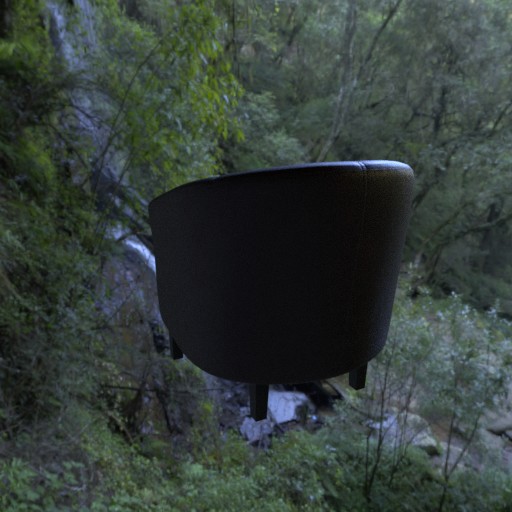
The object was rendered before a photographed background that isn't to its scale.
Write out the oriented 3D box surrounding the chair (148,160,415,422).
[{"bbox_3d":[0.000,0.000,1.641,0.737,0.755,1.176,-8,18,-25],"label":"chair"}]
